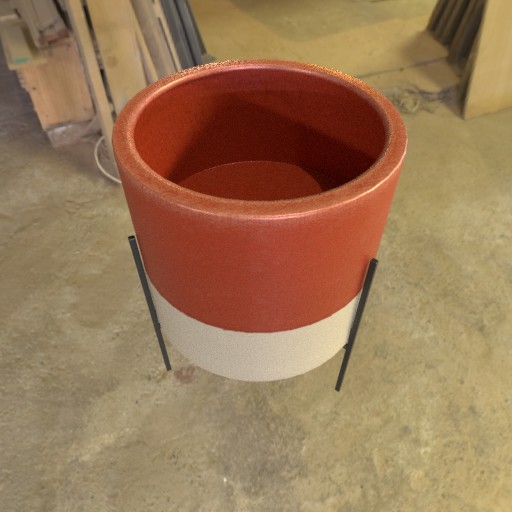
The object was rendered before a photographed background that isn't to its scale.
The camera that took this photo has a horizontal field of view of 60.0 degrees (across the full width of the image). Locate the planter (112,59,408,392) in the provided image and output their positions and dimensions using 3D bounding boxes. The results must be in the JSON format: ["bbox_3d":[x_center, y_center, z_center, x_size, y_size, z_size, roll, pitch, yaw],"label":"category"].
[{"bbox_3d":[0.000,0.000,0.689,0.354,0.465,0.345,-17,49,-15],"label":"planter"}]
